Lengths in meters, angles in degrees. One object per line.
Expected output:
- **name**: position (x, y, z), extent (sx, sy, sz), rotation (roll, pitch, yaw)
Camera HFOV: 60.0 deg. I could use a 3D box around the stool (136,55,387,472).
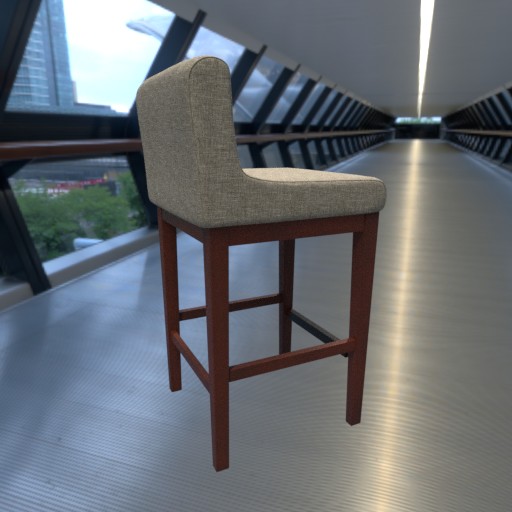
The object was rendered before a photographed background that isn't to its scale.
- **stool**: position (0.000, 0.000, 1.090), extent (0.459, 0.835, 0.417), rotation (-7, 16, -25)
